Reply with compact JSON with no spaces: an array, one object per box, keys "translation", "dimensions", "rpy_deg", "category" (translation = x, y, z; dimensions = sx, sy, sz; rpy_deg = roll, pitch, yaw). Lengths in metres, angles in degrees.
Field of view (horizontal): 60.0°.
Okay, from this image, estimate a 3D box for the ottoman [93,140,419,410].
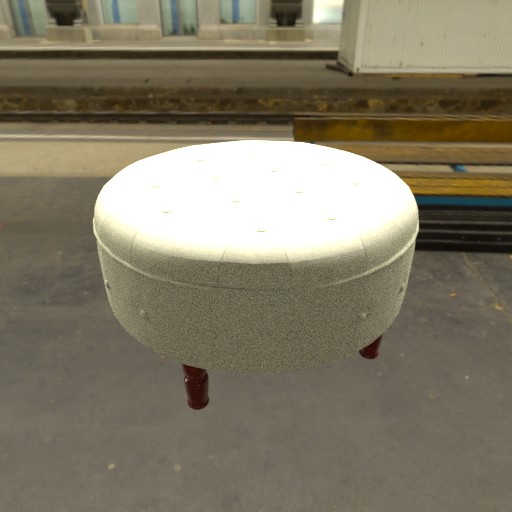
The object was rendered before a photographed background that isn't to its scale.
[{"translation":[0.000,0.000,1.293],"dimensions":[0.850,0.483,0.850],"rpy_deg":[0,30,0],"category":"ottoman"}]
